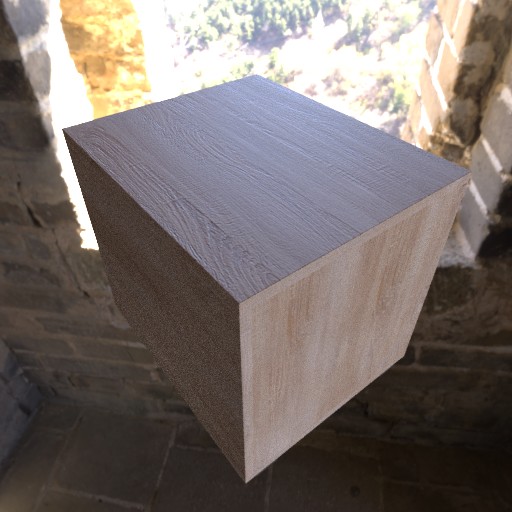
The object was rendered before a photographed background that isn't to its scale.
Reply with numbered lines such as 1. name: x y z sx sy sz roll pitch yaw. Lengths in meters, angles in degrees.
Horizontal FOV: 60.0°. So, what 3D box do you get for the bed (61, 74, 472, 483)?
1. bed: 0.000 0.000 0.775 0.401 0.420 0.460 -27 48 -27
